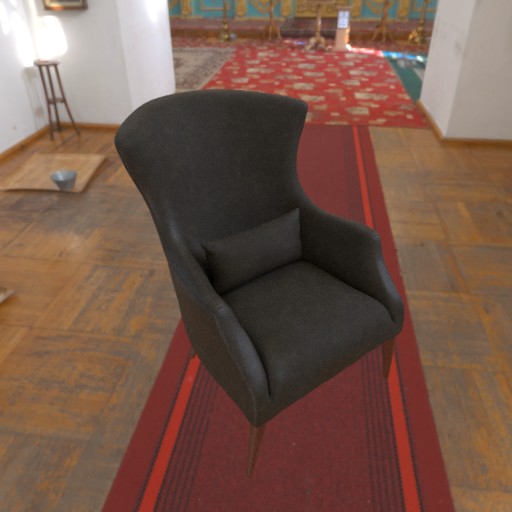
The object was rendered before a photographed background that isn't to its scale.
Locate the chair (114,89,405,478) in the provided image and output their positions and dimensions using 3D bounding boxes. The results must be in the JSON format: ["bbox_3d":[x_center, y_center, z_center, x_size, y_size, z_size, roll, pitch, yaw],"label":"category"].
[{"bbox_3d":[0.000,0.000,1.728,0.819,1.068,0.954,-23,39,-31],"label":"chair"}]
